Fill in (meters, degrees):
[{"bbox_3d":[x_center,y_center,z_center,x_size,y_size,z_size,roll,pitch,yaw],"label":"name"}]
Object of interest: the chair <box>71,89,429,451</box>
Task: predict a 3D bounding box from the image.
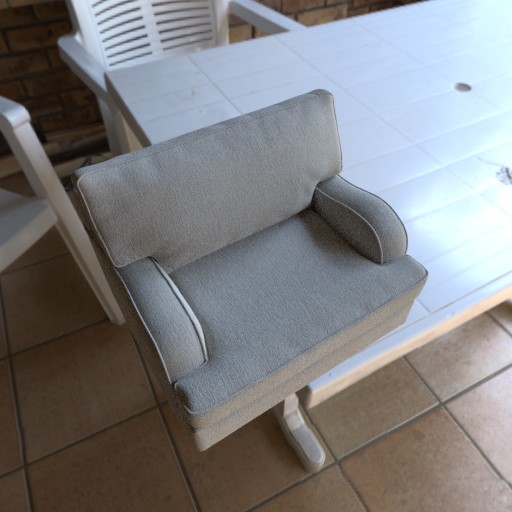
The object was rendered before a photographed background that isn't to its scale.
[{"bbox_3d":[0.000,0.000,2.001,1.220,1.016,1.041,-26,53,-21],"label":"chair"}]
